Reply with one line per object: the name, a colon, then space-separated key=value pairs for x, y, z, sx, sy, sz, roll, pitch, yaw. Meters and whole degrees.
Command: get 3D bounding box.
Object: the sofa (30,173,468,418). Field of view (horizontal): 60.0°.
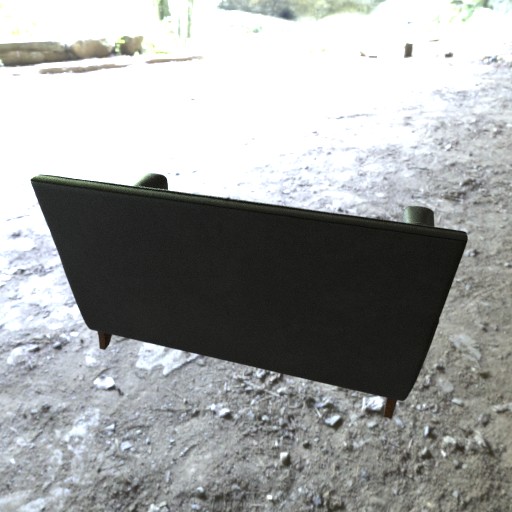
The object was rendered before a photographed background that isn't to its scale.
sofa: x=0.000 y=0.000 z=1.958 sx=1.473 sy=0.871 sz=0.787 roll=9 pitch=34 yaw=14
